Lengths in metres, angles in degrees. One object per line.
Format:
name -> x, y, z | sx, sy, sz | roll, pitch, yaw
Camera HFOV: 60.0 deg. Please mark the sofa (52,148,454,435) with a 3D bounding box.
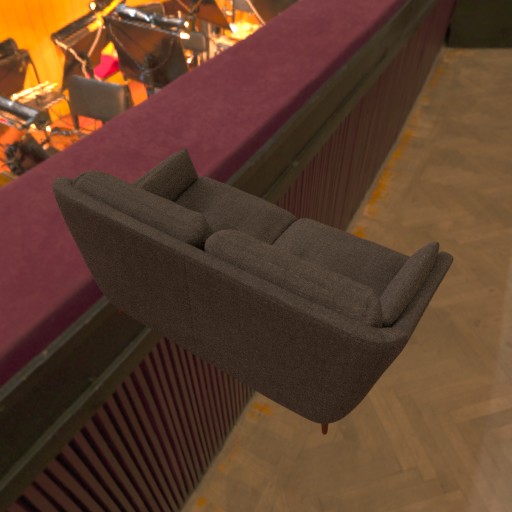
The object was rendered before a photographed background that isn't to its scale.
sofa -> 0.000, 0.000, 2.171 | 1.646, 0.887, 0.976 | 24, 50, 22
